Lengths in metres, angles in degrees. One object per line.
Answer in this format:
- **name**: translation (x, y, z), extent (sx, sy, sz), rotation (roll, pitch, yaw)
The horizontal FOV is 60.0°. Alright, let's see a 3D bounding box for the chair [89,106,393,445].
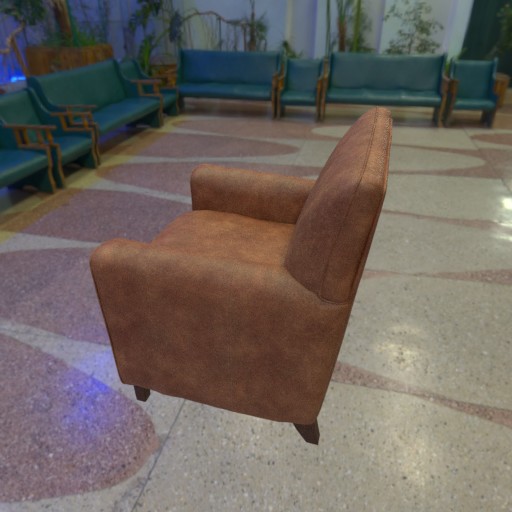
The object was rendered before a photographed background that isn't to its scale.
- **chair**: translation (0.000, 0.000, 1.614), extent (0.823, 0.943, 0.870), rotation (8, 31, 14)
